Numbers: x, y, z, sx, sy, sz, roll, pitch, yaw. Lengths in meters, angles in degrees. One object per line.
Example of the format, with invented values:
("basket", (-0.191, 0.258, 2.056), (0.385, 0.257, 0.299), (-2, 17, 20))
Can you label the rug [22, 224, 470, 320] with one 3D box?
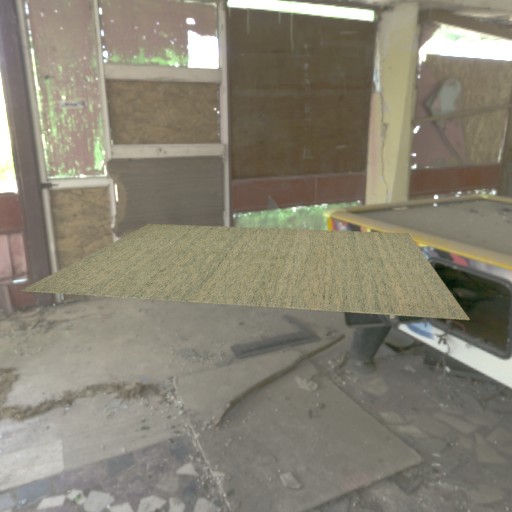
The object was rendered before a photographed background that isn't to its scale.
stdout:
("rug", (0.000, 0.000, 4.264), (3.201, 0.014, 2.437), (3, 16, 9))
